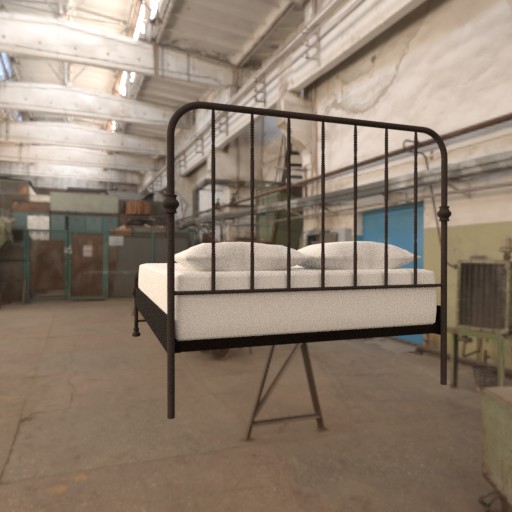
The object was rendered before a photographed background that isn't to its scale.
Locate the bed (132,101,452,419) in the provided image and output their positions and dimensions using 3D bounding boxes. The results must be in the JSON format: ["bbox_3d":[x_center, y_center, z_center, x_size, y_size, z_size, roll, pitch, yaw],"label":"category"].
[{"bbox_3d":[0.000,0.000,3.230,1.616,1.446,2.134,0,1,-19],"label":"bed"}]
